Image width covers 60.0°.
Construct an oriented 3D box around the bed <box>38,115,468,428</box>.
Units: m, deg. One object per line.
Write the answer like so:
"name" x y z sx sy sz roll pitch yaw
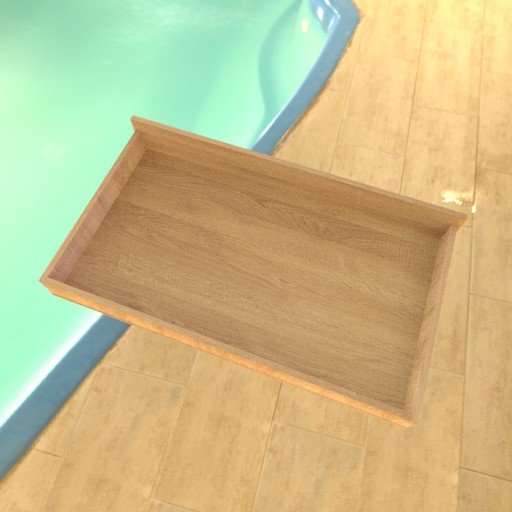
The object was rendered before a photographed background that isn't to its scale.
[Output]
"bed" 0.000 0.000 1.468 1.200 0.209 0.685 19 65 9
